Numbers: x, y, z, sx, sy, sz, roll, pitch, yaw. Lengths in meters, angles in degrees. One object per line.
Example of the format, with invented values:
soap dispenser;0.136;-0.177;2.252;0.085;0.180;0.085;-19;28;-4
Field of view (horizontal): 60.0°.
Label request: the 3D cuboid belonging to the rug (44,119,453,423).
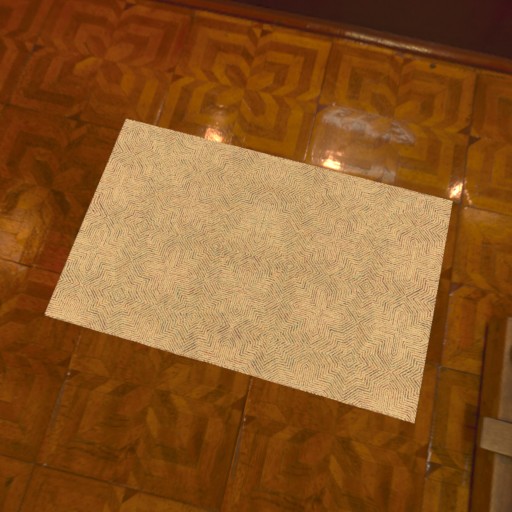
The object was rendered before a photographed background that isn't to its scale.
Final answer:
rug;0.000;0.000;2.987;2.428;0.007;1.519;15;74;4
